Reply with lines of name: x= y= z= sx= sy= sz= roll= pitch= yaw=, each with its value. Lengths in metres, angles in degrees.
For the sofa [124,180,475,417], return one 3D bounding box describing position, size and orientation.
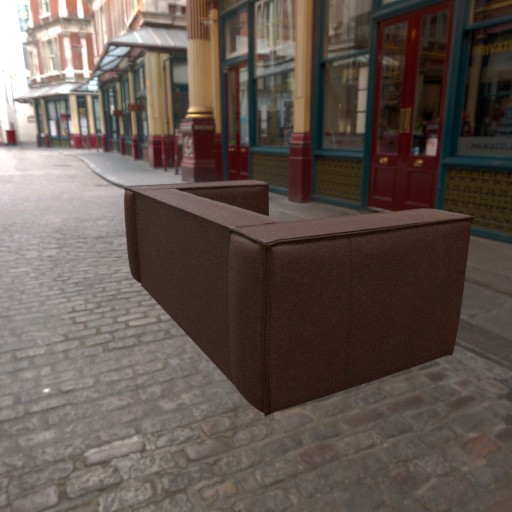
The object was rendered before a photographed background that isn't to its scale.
sofa: x=0.000 y=0.000 z=2.609 sx=1.102 sy=0.703 sz=2.088 roll=-8 pitch=17 yaw=-28
